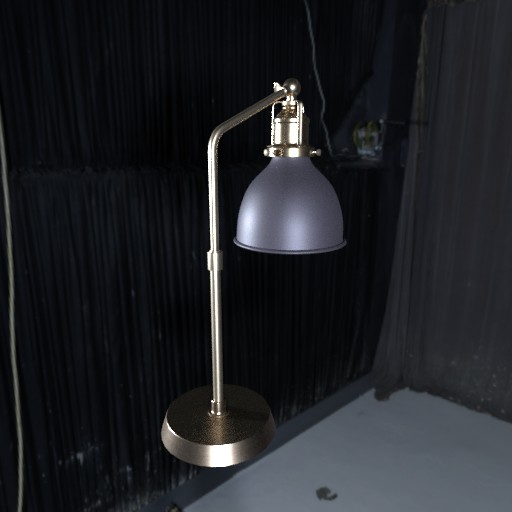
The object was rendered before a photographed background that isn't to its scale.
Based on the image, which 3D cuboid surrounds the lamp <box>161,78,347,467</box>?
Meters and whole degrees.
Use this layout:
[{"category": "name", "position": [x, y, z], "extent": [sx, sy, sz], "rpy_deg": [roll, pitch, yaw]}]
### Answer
[{"category": "lamp", "position": [0.000, 0.000, 0.592], "extent": [0.291, 0.456, 0.160], "rpy_deg": [-13, 19, -42]}]
